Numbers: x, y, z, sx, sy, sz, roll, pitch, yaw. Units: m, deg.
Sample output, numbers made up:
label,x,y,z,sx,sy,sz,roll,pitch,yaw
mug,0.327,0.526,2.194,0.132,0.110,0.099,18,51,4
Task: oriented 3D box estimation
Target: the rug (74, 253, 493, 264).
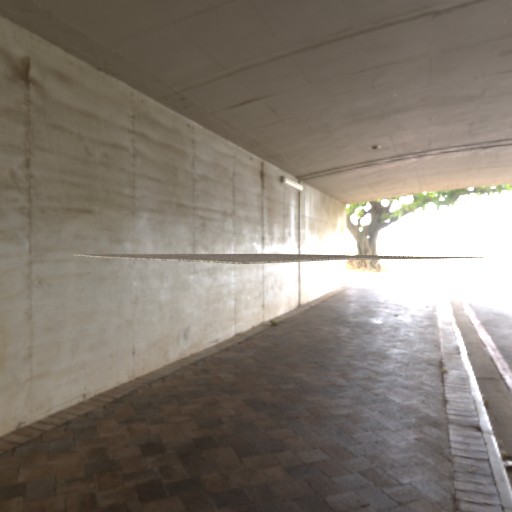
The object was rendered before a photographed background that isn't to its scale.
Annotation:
label,x,y,z,sx,sy,sz,roll,pitch,yaw
rug,0.000,0.000,4.017,2.430,0.030,3.054,-1,1,-36
